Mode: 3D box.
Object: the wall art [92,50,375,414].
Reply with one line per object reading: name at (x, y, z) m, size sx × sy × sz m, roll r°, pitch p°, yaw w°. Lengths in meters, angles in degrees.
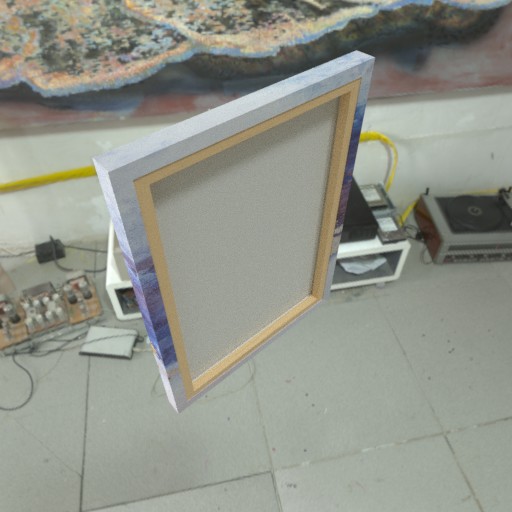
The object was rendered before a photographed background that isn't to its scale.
wall art at (0.000, 0.000, 0.777) m, size 0.437 × 0.581 × 0.036 m, roll -32°, pitch 54°, yaw -27°
